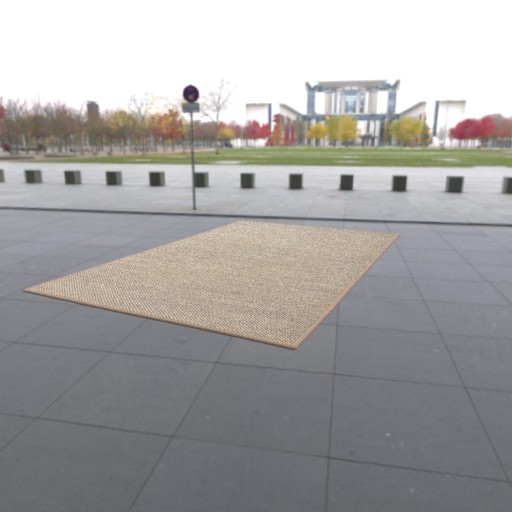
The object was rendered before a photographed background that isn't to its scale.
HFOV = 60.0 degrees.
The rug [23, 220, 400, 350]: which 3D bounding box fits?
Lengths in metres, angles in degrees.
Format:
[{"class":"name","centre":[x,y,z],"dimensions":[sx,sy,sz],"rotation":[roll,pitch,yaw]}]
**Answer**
[{"class":"rug","centre":[0.000,0.000,2.090],"dimensions":[1.061,0.012,1.668],"rotation":[7,16,26]}]
